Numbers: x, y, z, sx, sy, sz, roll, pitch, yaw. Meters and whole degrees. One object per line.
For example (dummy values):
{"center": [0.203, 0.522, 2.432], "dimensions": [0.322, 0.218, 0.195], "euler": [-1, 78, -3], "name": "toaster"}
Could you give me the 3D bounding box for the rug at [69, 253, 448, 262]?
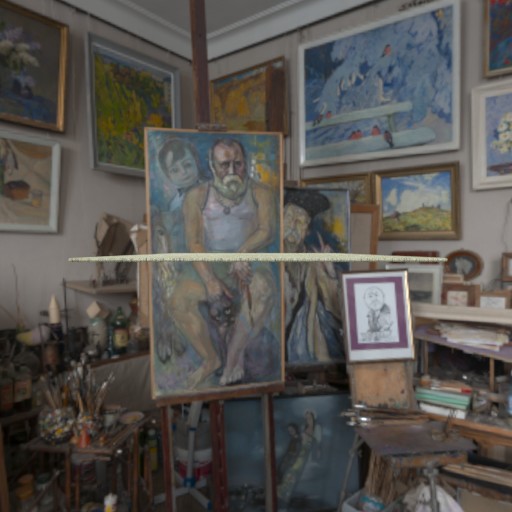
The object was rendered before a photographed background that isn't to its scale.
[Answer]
{"center": [0.000, 0.000, 2.357], "dimensions": [1.243, 0.014, 1.846], "euler": [0, 1, 0], "name": "rug"}
